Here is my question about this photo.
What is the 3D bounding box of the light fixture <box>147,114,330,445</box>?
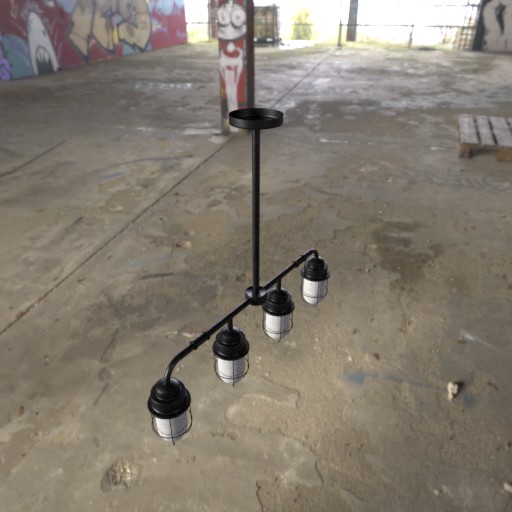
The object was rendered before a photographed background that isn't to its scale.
[{"bbox_3d":[0.000,0.000,1.255,0.131,0.785,0.852,20,36,31],"label":"light fixture"}]
